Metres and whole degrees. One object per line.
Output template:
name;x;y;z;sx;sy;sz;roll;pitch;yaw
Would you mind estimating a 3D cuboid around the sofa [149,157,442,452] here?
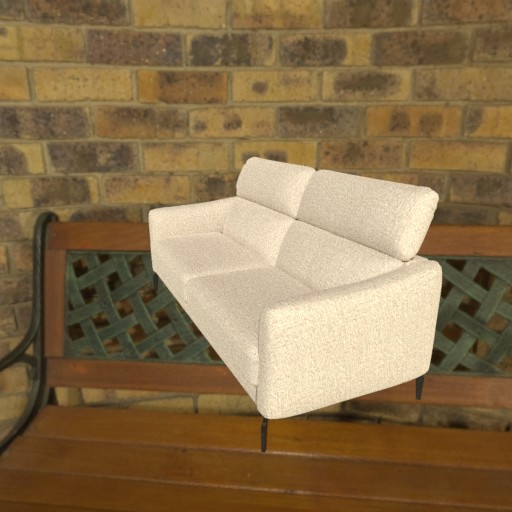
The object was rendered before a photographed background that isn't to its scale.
sofa;0.000;0.000;2.520;0.856;0.956;2.015;-8;19;-24
